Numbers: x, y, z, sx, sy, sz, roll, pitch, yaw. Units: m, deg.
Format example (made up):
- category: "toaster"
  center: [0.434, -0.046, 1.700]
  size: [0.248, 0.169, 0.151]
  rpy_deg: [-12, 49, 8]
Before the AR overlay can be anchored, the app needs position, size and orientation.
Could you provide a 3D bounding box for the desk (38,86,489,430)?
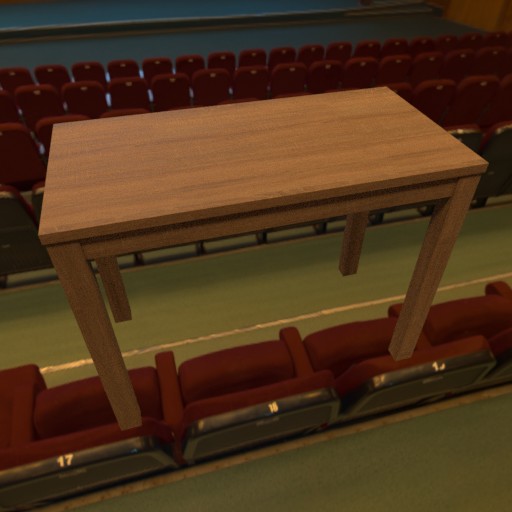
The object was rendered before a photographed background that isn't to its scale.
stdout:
- category: "desk"
  center: [0.000, 0.000, 1.364]
  size: [0.991, 0.762, 0.495]
  rpy_deg: [-11, 43, -12]
